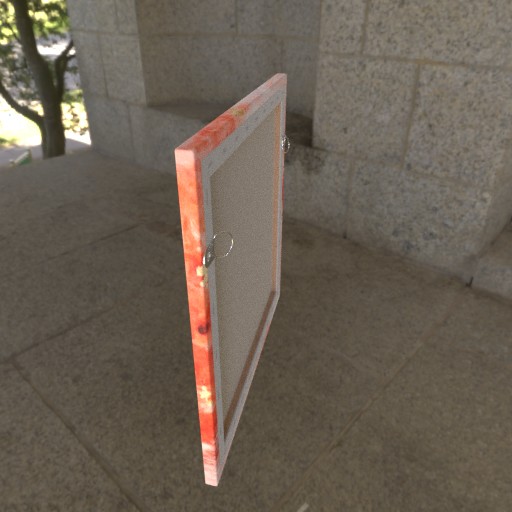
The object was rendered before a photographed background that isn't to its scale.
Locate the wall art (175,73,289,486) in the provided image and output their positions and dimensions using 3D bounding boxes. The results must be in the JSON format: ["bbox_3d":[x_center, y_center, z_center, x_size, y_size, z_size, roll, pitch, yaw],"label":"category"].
[{"bbox_3d":[0.000,0.000,1.290,0.066,0.878,0.878,7,31,11],"label":"wall art"}]
